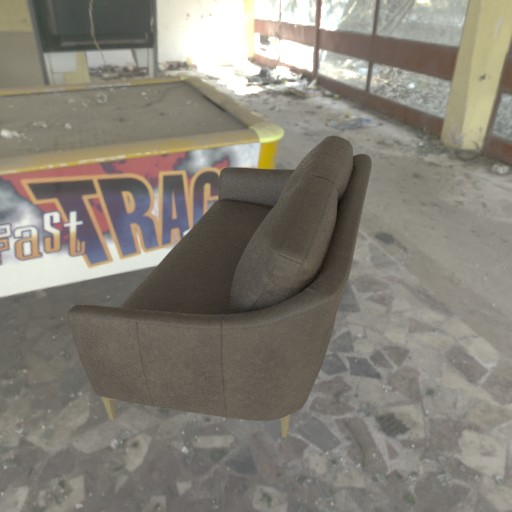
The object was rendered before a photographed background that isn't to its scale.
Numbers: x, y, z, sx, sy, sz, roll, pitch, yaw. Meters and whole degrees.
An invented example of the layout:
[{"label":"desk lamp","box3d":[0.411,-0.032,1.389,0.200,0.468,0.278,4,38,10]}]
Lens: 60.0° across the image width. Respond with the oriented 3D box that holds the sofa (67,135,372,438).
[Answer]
[{"label":"sofa","box3d":[0.000,0.000,2.180,0.960,0.902,1.619,9,32,14]}]
